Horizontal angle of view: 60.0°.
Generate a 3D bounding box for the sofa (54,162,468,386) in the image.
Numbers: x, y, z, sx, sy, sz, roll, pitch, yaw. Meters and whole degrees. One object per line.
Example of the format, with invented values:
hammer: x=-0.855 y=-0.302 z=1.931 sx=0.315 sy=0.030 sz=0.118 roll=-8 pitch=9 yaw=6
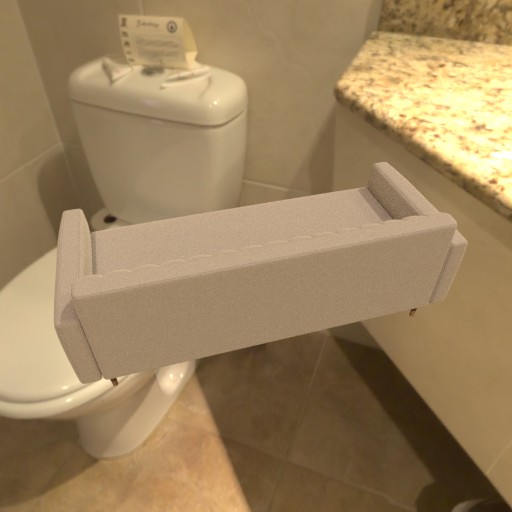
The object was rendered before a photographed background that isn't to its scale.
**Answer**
sofa: x=0.000 y=0.000 z=2.780 sx=2.291 sy=0.821 sz=0.990 roll=-11 pitch=43 yaw=-12
